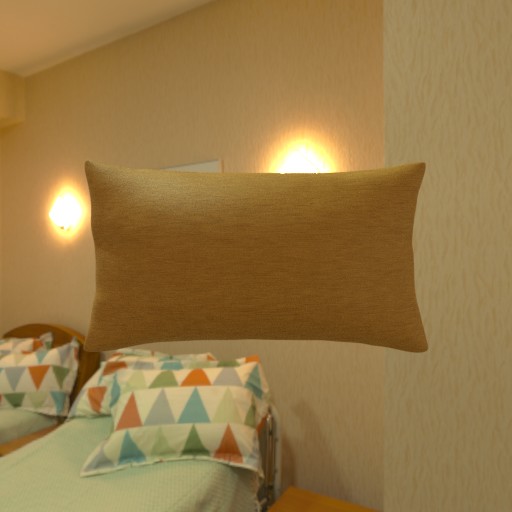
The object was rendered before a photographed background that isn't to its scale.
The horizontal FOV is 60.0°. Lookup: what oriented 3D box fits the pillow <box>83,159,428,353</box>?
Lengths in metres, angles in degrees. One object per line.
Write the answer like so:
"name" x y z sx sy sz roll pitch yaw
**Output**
"pillow" 0.000 0.000 0.808 0.634 0.354 0.210 0 0 0
